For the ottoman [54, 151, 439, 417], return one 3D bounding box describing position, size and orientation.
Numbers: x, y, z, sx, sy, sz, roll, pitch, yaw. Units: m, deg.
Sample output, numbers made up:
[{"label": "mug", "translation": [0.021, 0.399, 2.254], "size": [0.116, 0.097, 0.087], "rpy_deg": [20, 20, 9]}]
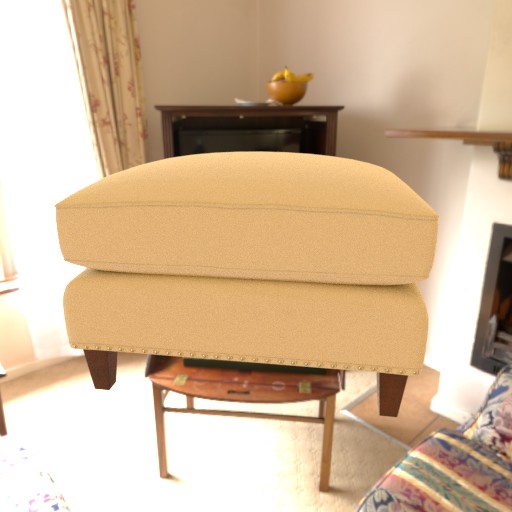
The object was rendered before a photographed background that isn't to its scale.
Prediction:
[{"label": "ottoman", "translation": [0.000, 0.000, 1.133], "size": [0.741, 0.513, 0.584], "rpy_deg": [3, 18, 8]}]
